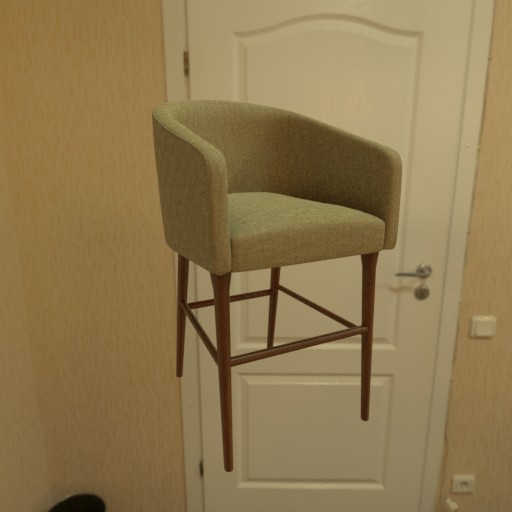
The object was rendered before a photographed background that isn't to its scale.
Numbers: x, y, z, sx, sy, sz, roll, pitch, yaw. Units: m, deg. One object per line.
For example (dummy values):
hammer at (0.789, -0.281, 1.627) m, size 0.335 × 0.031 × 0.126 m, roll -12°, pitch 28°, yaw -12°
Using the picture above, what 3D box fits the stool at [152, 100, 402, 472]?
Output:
stool at (0.000, 0.000, 1.362) m, size 0.559 × 0.952 × 0.635 m, roll -8°, pitch 16°, yaw -27°
